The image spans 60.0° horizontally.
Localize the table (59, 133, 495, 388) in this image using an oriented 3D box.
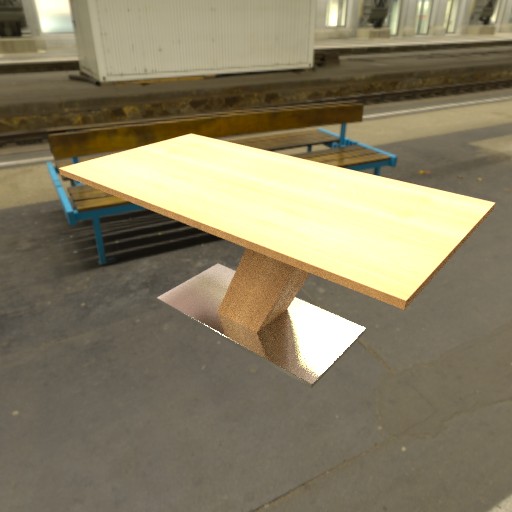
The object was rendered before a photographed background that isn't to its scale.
[{"bbox_3d":[0.000,0.000,2.193,1.800,0.750,0.900,22,36,34],"label":"table"}]
